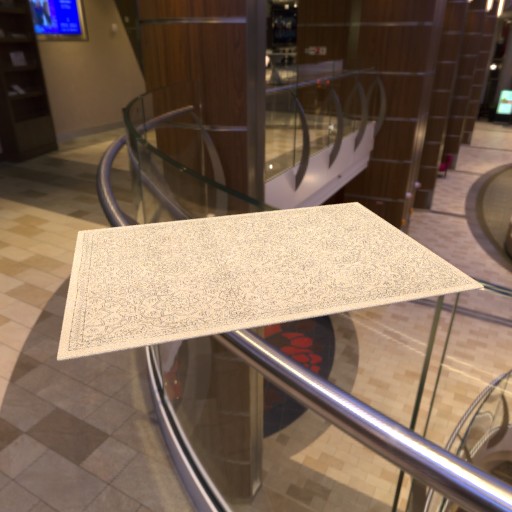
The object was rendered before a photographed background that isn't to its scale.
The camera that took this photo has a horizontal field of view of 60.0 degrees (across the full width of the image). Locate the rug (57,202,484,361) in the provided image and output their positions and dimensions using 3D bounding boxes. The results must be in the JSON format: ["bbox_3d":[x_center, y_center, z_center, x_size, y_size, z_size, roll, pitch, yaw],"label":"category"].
[{"bbox_3d":[0.000,0.000,2.323,1.829,0.010,1.219,-7,27,-15],"label":"rug"}]
